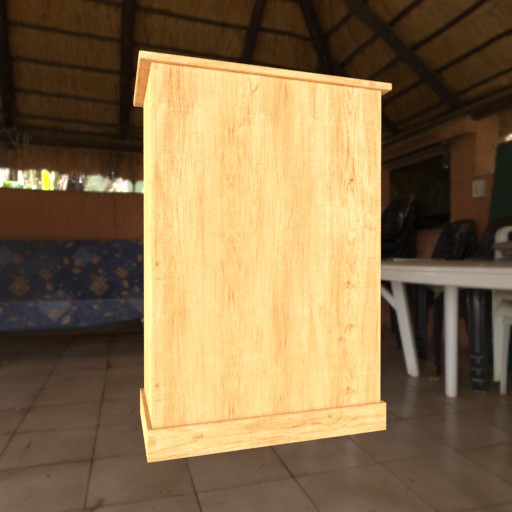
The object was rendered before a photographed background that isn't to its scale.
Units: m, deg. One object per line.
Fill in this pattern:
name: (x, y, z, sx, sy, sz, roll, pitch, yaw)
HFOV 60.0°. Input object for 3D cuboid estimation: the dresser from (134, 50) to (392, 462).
dresser: (0.000, 0.000, 1.757, 0.915, 1.300, 0.485, 0, 1, -17)
